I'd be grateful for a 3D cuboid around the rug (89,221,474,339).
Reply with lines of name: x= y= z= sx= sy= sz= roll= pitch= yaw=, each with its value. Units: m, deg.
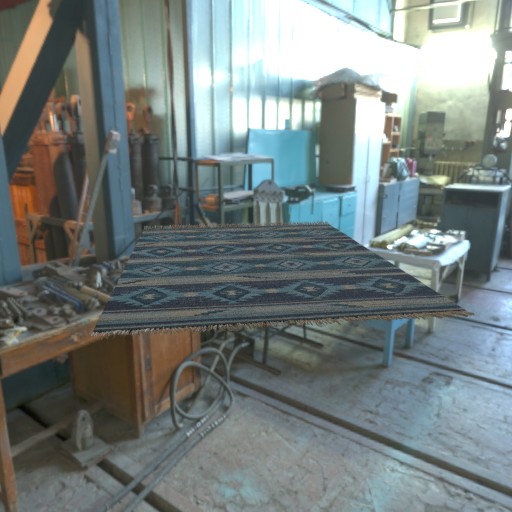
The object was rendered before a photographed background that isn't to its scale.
rug: x=0.000 y=0.000 z=4.266 sx=2.418 sy=0.047 sz=3.307 roll=-2 pitch=15 yaw=-8
